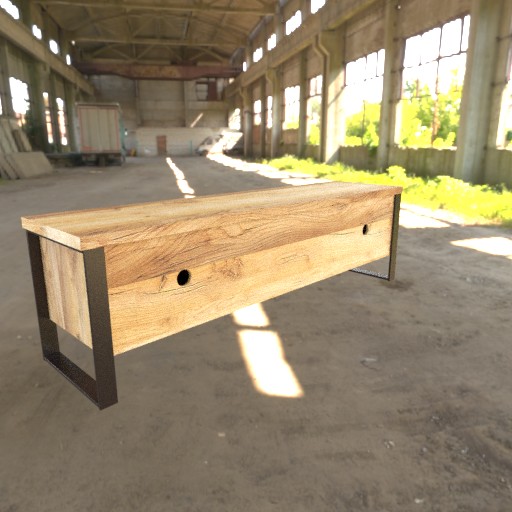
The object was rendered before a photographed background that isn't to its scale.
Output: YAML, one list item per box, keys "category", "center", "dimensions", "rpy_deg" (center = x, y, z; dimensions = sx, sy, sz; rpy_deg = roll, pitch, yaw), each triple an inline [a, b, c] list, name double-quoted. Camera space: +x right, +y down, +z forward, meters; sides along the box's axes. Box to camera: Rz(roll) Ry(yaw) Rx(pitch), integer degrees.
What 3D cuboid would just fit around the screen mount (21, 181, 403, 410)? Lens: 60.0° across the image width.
- category: "screen mount"
  center: [0.000, 0.000, 1.712]
  dimensions: [0.395, 0.450, 1.524]
  rpy_deg: [14, 21, 43]
